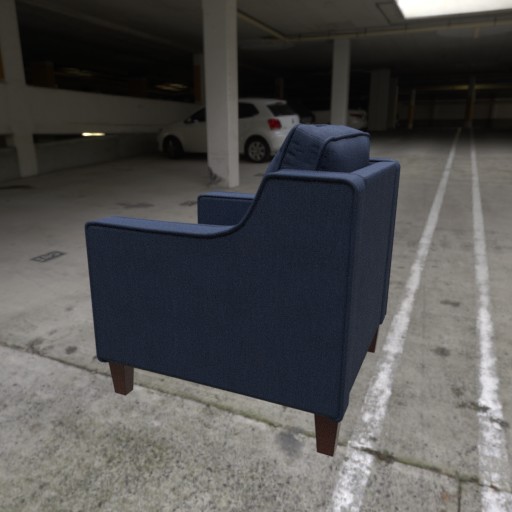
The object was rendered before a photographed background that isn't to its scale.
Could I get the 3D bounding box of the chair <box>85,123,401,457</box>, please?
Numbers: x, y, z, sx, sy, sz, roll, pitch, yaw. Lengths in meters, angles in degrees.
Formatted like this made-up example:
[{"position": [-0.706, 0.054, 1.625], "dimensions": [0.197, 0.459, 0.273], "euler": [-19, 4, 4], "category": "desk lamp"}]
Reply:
[{"position": [0.000, 0.000, 1.689], "dimensions": [0.909, 0.960, 0.831], "euler": [7, 17, 23], "category": "chair"}]
